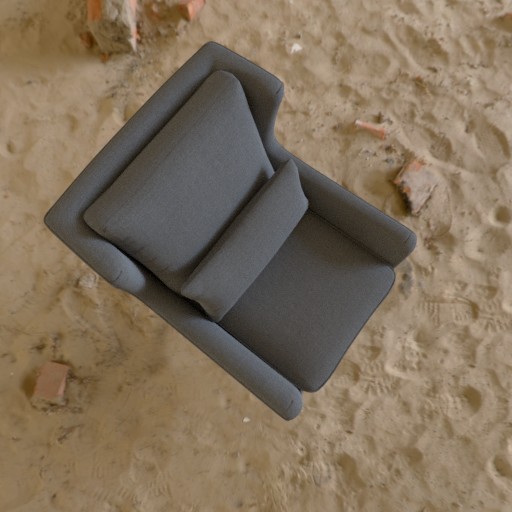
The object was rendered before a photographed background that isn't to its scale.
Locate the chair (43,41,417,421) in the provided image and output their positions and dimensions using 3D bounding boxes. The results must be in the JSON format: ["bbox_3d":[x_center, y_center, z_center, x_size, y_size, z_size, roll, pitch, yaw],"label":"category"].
[{"bbox_3d":[0.000,0.000,1.807,1.040,1.056,0.866,36,78,9],"label":"chair"}]
